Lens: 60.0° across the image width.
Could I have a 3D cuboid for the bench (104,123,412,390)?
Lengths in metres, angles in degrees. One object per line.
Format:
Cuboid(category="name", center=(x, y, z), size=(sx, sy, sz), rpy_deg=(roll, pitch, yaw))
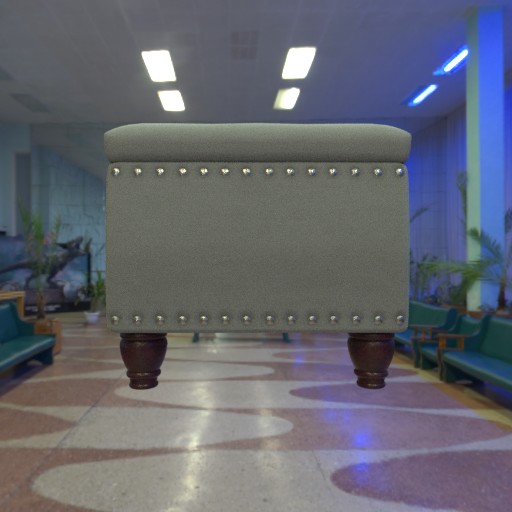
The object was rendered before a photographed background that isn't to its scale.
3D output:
Cuboid(category="bench", center=(0.000, 0.000, 1.151), size=(0.500, 0.449, 0.887), rpy_deg=(0, 0, 0))
